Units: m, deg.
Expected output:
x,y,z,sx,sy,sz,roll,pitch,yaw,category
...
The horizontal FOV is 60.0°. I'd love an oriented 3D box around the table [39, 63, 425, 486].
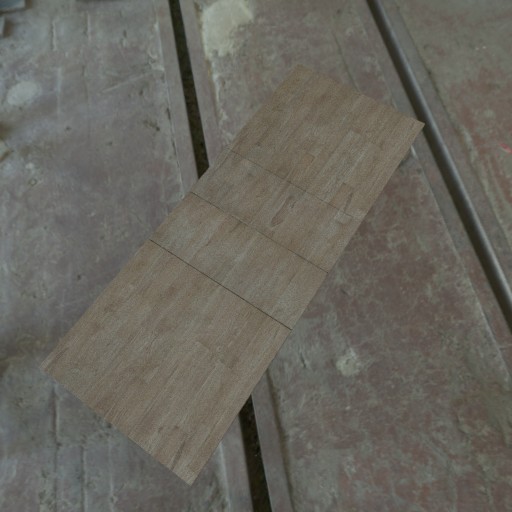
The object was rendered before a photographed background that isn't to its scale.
x,y,z,sx,sy,sz,roll,pitch,yaw,category
0.000,0.000,2.993,1.000,0.752,2.603,31,69,13,table
